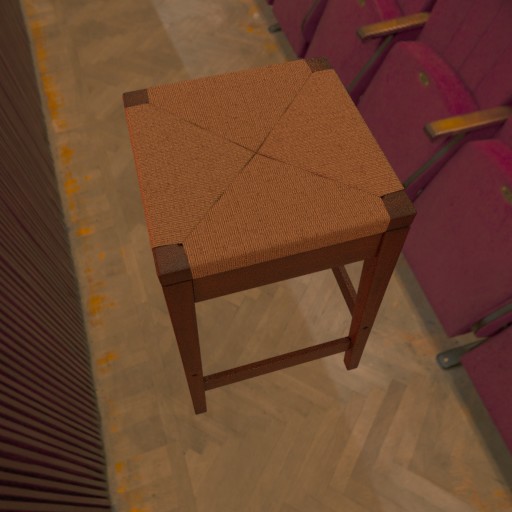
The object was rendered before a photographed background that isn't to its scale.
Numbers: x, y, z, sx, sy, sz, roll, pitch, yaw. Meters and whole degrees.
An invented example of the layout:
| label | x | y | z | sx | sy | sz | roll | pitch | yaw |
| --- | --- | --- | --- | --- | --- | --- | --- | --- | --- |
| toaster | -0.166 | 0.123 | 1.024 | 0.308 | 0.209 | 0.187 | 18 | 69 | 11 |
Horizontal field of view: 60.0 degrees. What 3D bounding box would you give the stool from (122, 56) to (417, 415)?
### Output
| label | x | y | z | sx | sy | sz | roll | pitch | yaw |
| --- | --- | --- | --- | --- | --- | --- | --- | --- | --- |
| stool | 0.000 | 0.000 | 1.118 | 0.507 | 0.762 | 0.497 | -14 | 60 | -8 |
